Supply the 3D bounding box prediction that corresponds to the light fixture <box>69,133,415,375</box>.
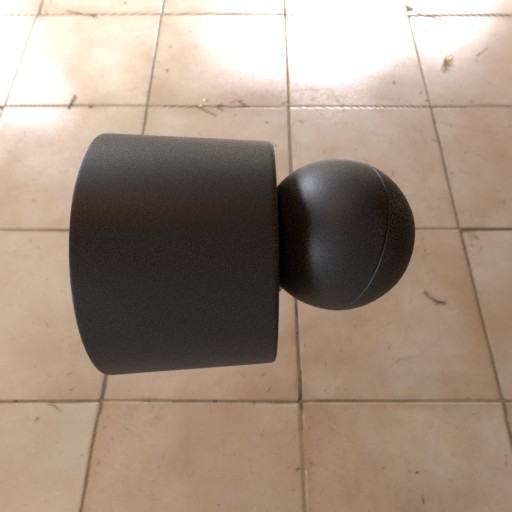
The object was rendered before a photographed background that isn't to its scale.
[{"bbox_3d":[0.000,0.000,0.259,0.160,0.143,0.134,-1,63,0],"label":"light fixture"}]
